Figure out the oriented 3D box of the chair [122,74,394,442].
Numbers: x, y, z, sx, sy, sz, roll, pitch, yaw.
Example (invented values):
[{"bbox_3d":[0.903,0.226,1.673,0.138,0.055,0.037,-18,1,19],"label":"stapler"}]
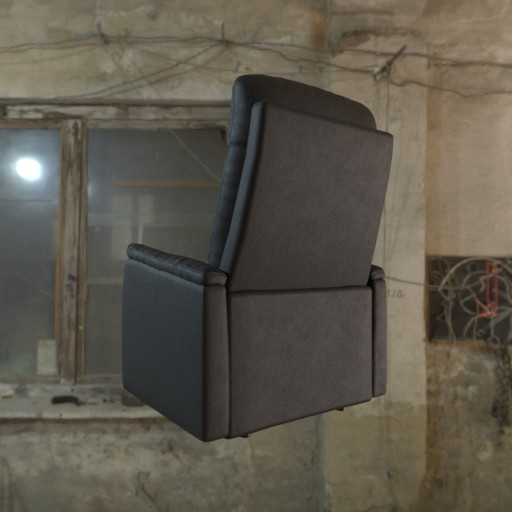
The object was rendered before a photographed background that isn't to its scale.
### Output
[{"bbox_3d":[0.000,0.000,1.643,0.775,1.082,0.831,1,-1,-35],"label":"chair"}]
